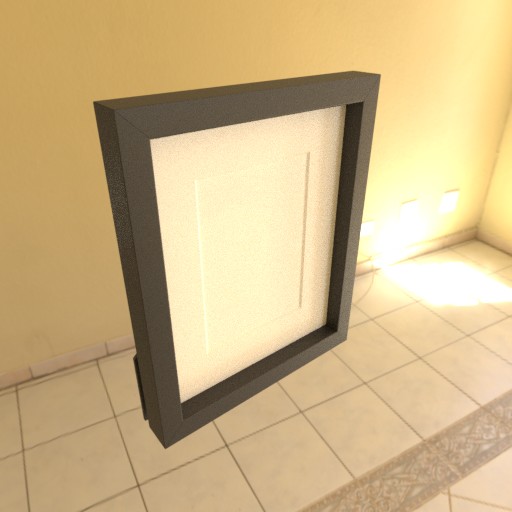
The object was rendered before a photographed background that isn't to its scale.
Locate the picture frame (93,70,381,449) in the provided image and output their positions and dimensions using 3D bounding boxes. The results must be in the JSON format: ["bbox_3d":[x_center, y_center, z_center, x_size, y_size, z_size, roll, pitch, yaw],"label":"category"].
[{"bbox_3d":[0.000,0.000,0.390,0.232,0.284,0.042,-21,36,-33],"label":"picture frame"}]
